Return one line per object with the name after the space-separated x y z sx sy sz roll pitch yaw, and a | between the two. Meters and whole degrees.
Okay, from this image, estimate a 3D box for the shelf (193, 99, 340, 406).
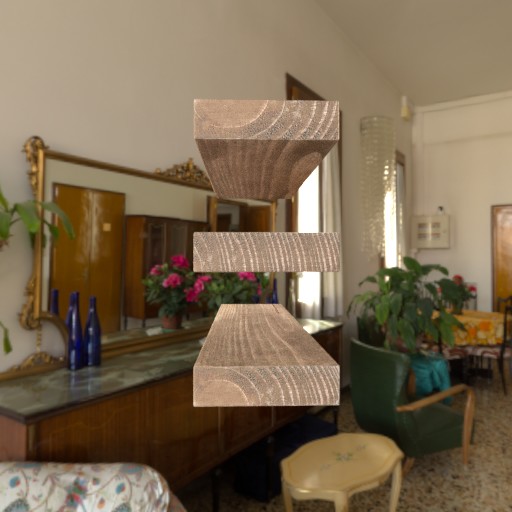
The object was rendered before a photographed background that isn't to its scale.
0.000 0.000 0.727 0.140 0.293 0.610 0 -1 -2 | shelf
